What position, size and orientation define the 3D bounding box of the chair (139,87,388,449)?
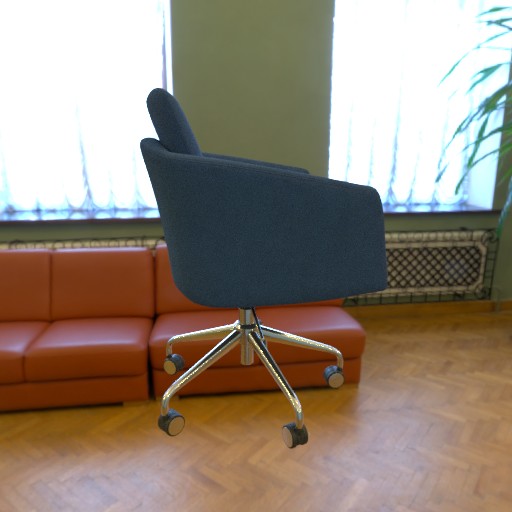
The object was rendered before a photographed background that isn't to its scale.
[{"bbox_3d":[0.000,0.000,1.334,0.635,0.908,0.641,-2,14,-9],"label":"chair"}]
